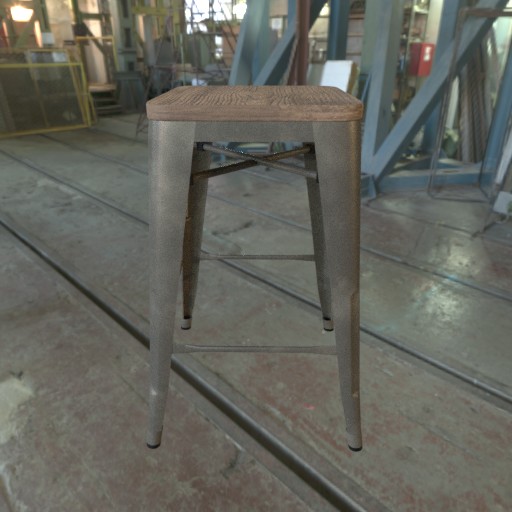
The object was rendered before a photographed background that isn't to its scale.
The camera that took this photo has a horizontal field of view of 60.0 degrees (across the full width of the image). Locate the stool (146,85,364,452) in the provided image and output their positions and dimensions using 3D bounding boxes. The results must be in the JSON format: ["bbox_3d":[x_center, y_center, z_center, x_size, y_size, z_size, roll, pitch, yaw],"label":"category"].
[{"bbox_3d":[0.000,0.000,0.878,0.407,0.607,0.407,0,25,1],"label":"stool"}]
